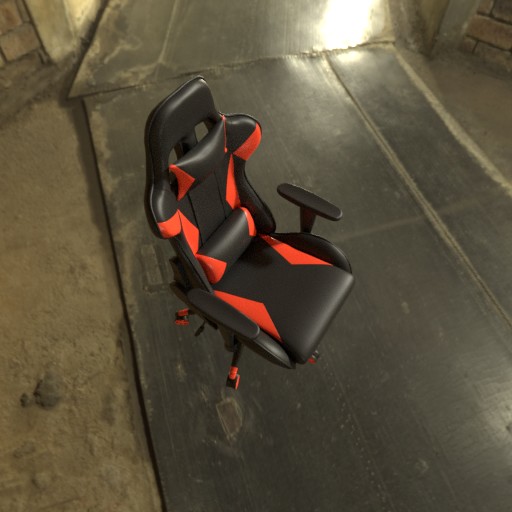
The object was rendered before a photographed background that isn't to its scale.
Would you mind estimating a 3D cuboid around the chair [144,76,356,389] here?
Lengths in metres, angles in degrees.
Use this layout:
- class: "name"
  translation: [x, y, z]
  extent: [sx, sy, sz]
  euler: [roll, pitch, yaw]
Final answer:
- class: "chair"
  translation: [0.000, 0.000, 1.718]
  extent: [0.730, 1.282, 0.695]
  euler: [29, 62, 17]
